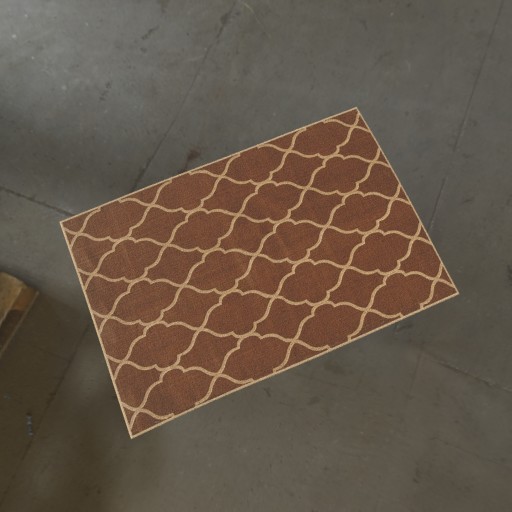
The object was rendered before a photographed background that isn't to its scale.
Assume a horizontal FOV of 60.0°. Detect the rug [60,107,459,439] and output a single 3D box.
[{"bbox_3d":[0.000,0.000,2.982,2.290,0.014,1.526,-22,76,-6],"label":"rug"}]
